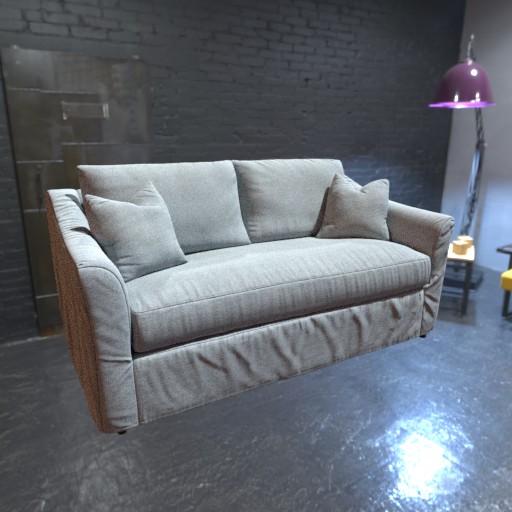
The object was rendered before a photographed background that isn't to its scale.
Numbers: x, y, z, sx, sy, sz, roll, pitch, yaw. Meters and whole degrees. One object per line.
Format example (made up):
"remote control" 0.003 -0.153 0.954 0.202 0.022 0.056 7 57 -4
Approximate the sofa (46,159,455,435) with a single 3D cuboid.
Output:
"sofa" 0.000 0.000 2.478 2.010 1.018 1.072 -9 18 -28
